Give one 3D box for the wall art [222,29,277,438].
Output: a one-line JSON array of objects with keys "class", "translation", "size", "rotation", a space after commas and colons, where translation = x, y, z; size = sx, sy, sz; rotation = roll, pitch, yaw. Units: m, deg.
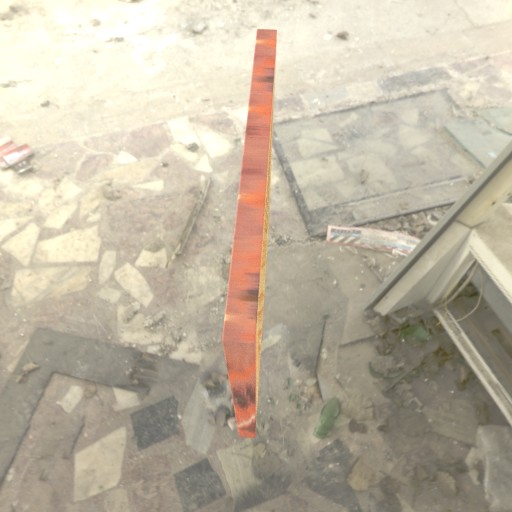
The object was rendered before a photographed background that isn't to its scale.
[{"class": "wall art", "translation": [0.000, 0.000, 0.912], "size": [0.037, 0.609, 0.603], "rotation": [3, 58, 2]}]
